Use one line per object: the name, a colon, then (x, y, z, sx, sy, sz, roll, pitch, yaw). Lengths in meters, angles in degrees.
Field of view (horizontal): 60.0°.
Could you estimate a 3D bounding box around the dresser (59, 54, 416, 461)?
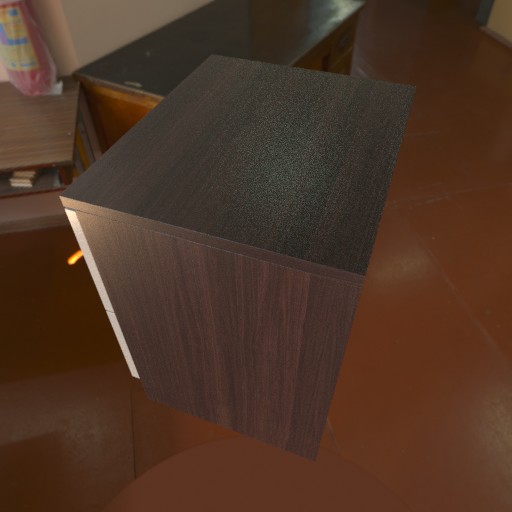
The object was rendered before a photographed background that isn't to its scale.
dresser: (0.000, 0.000, 0.743, 0.360, 0.470, 0.400, 15, 48, 14)
